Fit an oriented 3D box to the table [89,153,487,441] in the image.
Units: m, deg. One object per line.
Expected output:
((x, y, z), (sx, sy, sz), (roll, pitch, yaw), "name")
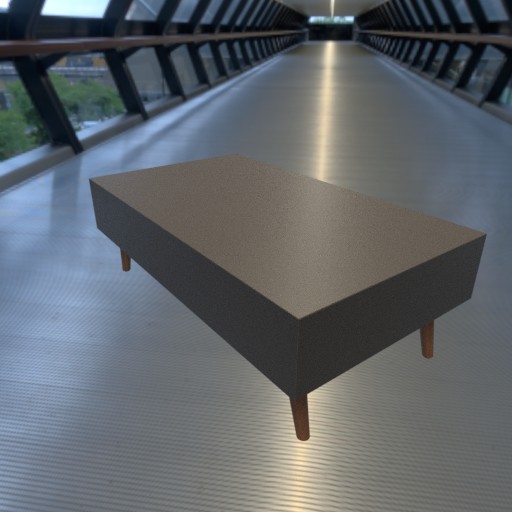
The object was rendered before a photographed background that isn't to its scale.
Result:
((0.000, 0.000, 1.547), (0.703, 0.404, 1.201), (-18, 31, -33), "table")
